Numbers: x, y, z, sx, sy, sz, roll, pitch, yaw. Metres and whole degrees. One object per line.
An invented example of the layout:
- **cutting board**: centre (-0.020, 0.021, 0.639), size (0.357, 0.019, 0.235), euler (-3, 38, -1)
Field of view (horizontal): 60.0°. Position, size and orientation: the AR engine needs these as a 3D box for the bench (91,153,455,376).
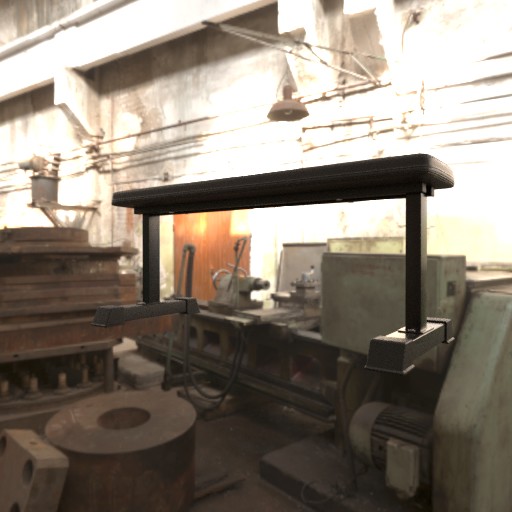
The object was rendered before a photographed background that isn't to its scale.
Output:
- **bench**: centre (0.000, 0.000, 1.323), size (1.072, 0.453, 0.439), euler (0, 1, 36)
